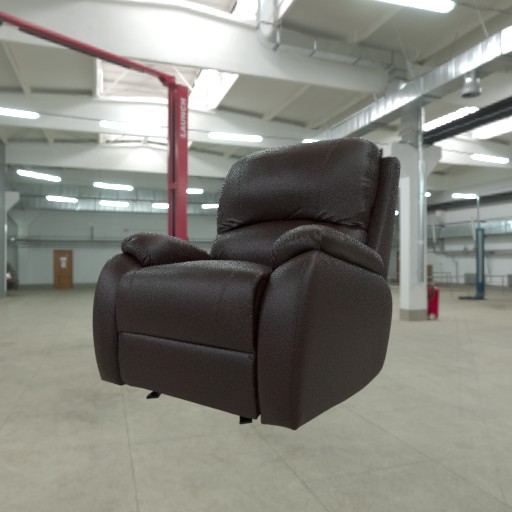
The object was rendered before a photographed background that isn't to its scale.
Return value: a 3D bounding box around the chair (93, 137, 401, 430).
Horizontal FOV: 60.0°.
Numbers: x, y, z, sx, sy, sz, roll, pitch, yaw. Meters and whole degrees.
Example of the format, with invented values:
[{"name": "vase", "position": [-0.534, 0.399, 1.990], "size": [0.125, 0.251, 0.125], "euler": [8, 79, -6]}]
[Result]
[{"name": "chair", "position": [0.000, 0.000, 1.743], "size": [0.930, 1.011, 0.899], "euler": [-1, -1, 36]}]
